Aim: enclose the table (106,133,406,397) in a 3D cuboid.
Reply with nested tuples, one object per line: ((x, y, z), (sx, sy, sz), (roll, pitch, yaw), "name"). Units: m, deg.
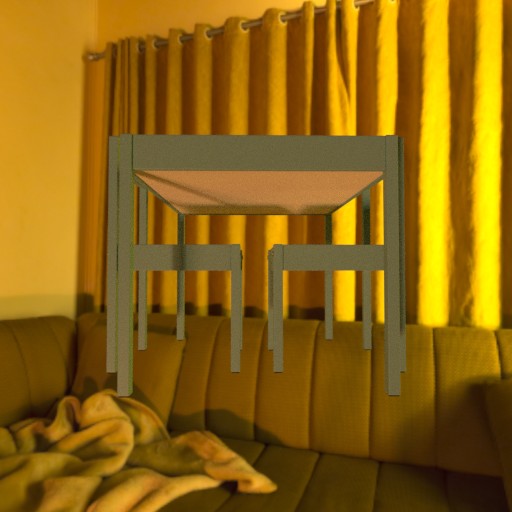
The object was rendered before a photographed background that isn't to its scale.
((0.000, 0.000, 1.081), (0.633, 0.503, 0.639), (0, -2, -1), "table")
